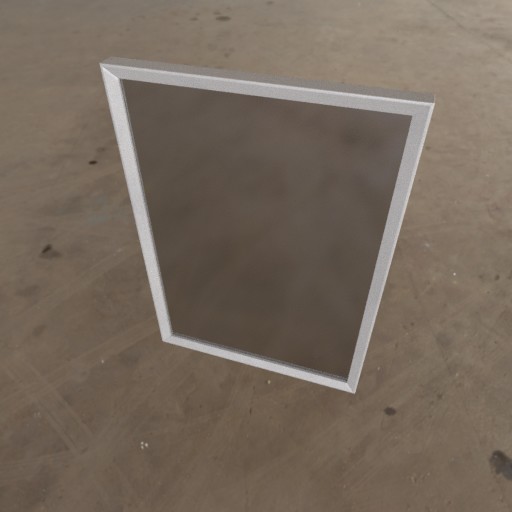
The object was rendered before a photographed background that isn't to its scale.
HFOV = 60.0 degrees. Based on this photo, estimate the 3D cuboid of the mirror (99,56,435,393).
[{"bbox_3d":[0.000,0.000,0.891,0.507,0.710,0.039,12,43,13],"label":"mirror"}]
